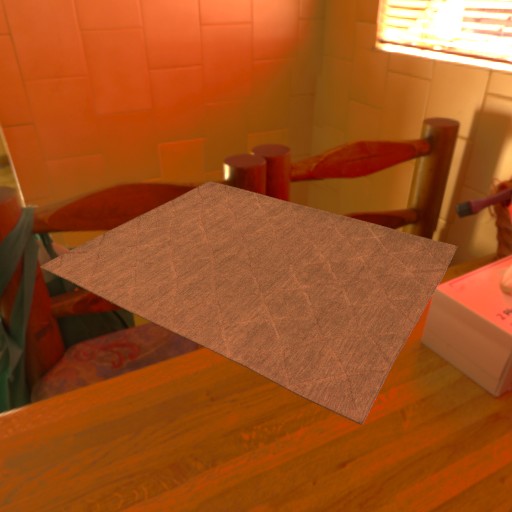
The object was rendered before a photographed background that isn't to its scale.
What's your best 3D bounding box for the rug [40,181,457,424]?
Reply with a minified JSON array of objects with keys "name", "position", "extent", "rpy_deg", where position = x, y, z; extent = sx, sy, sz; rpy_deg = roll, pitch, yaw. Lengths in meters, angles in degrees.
[{"name":"rug","position":[0.000,0.000,4.085],"extent":[3.048,0.013,2.438],"rpy_deg":[19,36,28]}]
